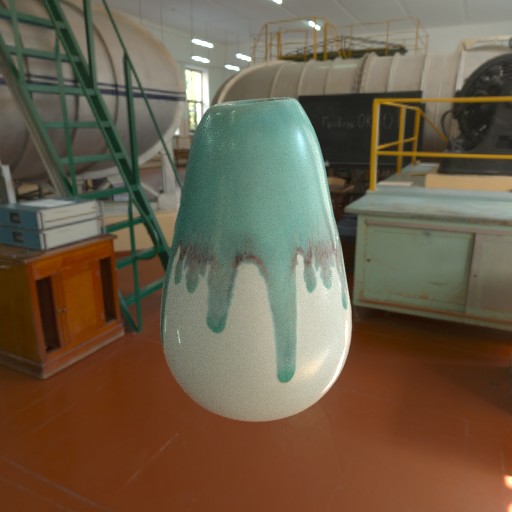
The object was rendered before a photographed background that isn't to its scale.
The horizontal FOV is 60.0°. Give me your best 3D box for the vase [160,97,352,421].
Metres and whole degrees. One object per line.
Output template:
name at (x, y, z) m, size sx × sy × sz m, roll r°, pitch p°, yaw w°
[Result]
vase at (0.000, 0.000, 0.263) m, size 0.116 × 0.179 × 0.116 m, roll 0°, pitch 16°, yaw 0°
